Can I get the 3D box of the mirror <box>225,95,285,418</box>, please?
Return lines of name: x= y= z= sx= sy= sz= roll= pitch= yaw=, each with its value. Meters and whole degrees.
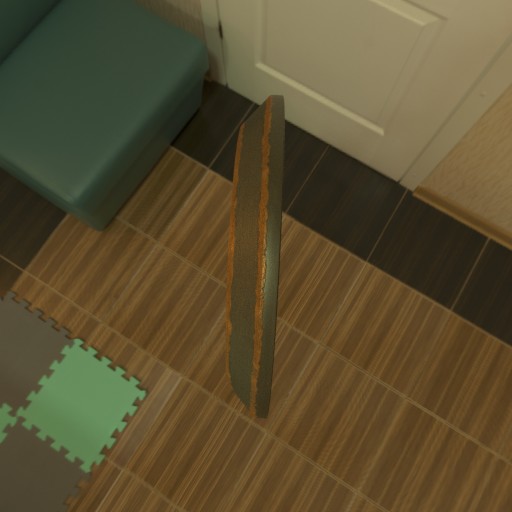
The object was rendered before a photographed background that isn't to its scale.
mirror: x=0.000 y=0.000 z=1.323 sx=0.111 sy=0.907 sz=0.907 roll=3 pitch=76 yaw=1
